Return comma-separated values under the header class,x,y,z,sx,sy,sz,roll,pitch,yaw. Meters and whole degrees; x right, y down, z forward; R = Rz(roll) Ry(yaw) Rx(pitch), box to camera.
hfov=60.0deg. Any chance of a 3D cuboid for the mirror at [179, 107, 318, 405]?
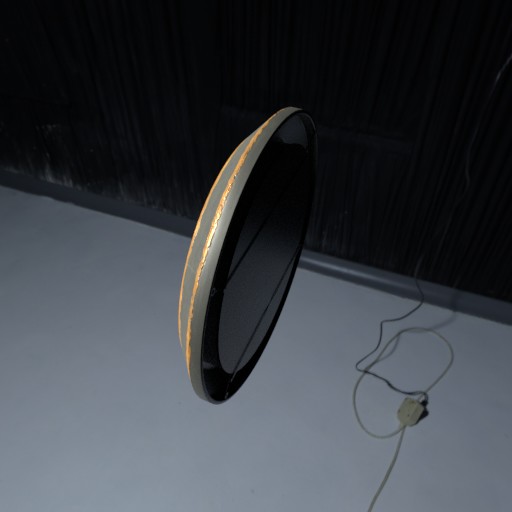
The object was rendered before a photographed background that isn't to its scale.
class,x,y,z,sx,sy,sz,roll,pitch,yaw
mirror,0.000,0.000,1.390,0.111,0.907,0.907,17,48,16
